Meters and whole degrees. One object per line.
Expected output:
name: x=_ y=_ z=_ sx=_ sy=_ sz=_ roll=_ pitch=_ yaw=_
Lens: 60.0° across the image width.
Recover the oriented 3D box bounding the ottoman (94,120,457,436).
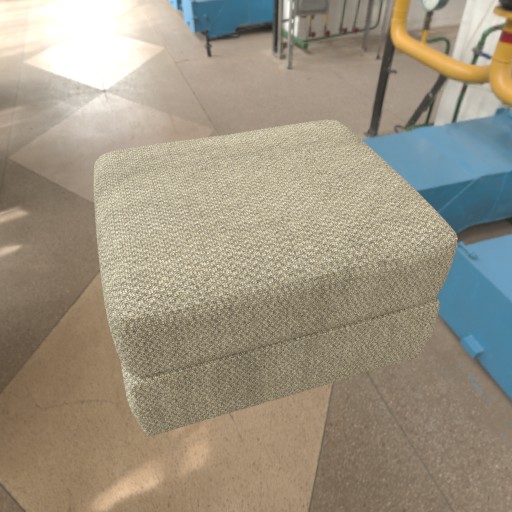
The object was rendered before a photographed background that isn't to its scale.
ottoman: x=0.000 y=0.000 z=1.148 sx=0.751 sy=0.476 sz=0.603 roll=-12 pitch=43 yaw=-13
